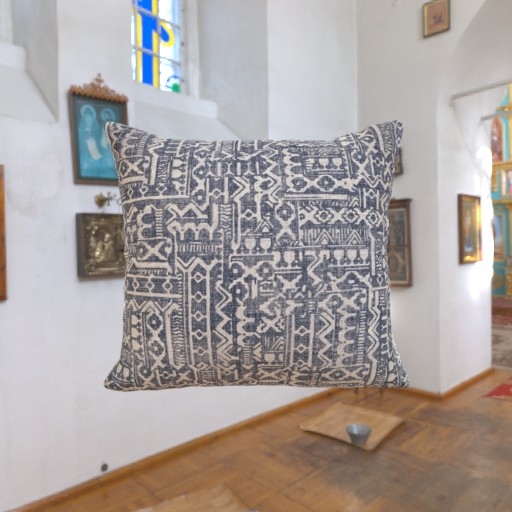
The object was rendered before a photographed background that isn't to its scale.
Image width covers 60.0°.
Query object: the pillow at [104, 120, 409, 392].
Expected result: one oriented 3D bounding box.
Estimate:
[{"bbox_3d":[0.000,0.000,0.795,0.546,0.487,0.180,0,0,0],"label":"pillow"}]
